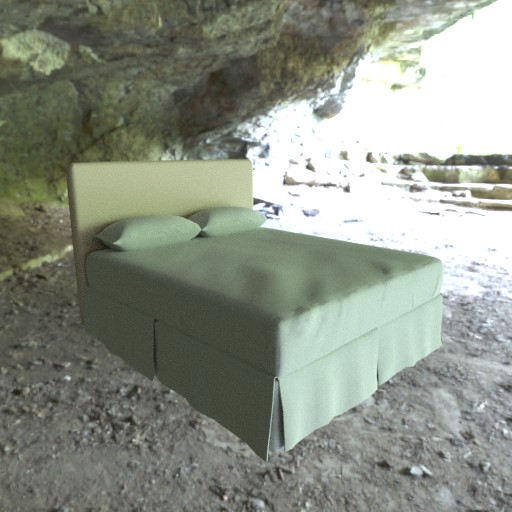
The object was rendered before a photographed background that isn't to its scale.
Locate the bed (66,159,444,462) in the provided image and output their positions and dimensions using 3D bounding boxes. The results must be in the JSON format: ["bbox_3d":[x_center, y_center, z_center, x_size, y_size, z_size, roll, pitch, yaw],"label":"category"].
[{"bbox_3d":[0.000,0.000,3.226,1.884,1.330,2.142,-13,19,-43],"label":"bed"}]
